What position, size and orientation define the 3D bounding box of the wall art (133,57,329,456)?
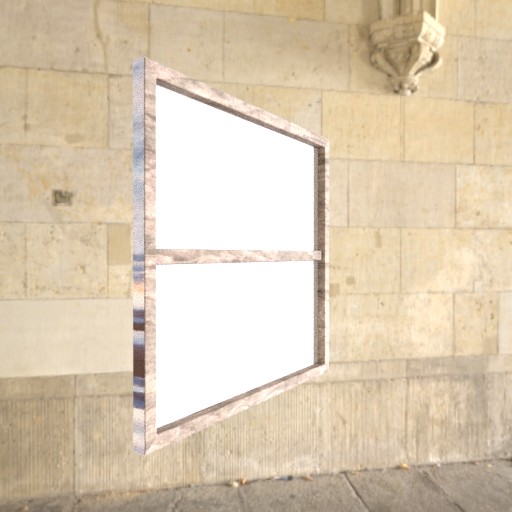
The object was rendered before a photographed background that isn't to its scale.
[{"bbox_3d":[0.000,0.000,1.135,0.035,0.747,0.747,0,0,36],"label":"wall art"}]
